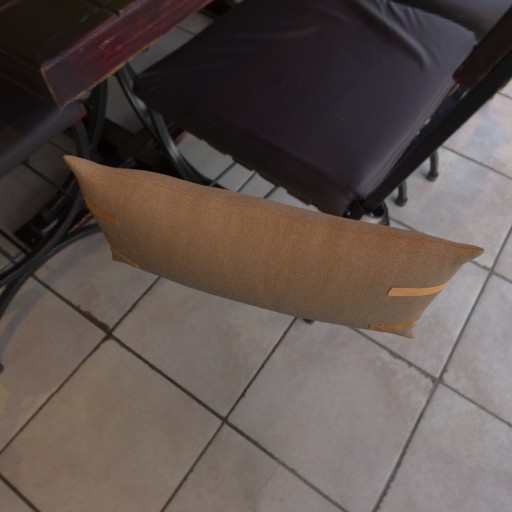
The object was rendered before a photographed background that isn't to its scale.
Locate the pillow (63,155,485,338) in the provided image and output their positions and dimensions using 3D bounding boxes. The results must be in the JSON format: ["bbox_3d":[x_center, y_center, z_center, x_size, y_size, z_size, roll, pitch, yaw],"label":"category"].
[{"bbox_3d":[0.000,0.000,0.736,0.612,0.308,0.148,14,60,8],"label":"pillow"}]
